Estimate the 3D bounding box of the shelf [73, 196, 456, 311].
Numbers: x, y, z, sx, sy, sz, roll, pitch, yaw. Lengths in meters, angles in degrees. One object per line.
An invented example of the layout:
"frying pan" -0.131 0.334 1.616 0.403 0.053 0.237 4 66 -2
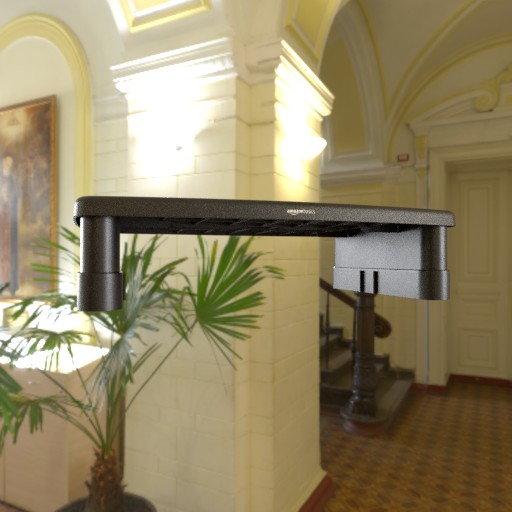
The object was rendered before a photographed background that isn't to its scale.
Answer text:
"shelf" 0.000 0.000 0.544 0.410 0.100 0.280 0 -1 -18
